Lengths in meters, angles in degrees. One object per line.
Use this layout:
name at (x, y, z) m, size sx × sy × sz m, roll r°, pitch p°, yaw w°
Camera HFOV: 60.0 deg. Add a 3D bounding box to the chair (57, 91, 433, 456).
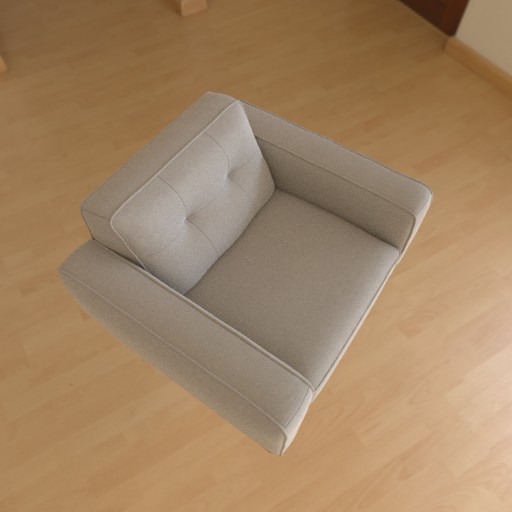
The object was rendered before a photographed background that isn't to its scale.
chair at (0.000, 0.000, 1.752) m, size 0.953 × 0.779 × 1.115 m, roll 30°, pitch 63°, yaw 17°
